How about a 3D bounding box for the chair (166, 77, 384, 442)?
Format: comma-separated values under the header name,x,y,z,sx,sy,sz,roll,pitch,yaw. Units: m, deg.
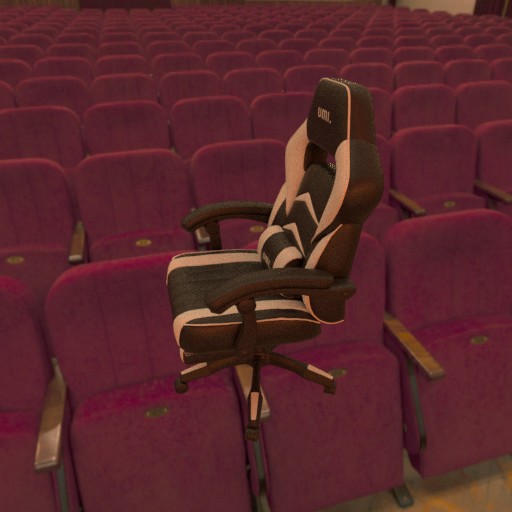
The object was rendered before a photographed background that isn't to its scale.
name,x,y,z,sx,sy,sz,roll,pitch,yaw
chair,0.000,0.000,1.640,0.700,1.200,0.676,-8,30,-13
